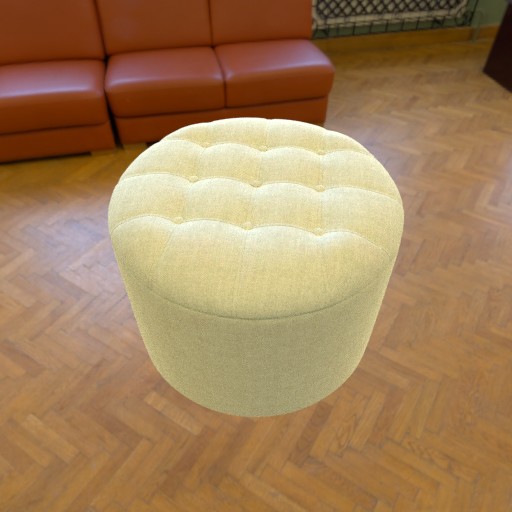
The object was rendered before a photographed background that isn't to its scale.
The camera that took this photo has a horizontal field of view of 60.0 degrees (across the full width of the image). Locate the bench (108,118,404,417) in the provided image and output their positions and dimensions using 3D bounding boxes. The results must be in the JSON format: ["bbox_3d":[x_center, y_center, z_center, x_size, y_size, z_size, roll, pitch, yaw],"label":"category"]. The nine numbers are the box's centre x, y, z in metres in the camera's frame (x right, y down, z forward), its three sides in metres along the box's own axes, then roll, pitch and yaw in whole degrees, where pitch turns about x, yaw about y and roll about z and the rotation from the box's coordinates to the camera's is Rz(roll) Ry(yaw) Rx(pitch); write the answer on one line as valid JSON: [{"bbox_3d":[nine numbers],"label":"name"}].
[{"bbox_3d":[0.000,0.000,1.037,0.600,0.453,0.600,0,46,0],"label":"bench"}]
